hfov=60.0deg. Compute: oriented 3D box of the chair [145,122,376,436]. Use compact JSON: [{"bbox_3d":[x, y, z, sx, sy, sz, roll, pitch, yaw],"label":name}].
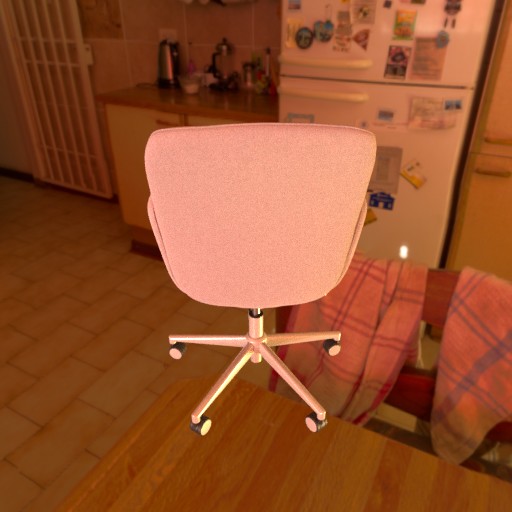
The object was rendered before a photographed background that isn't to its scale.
[{"bbox_3d":[0.000,0.000,1.380,0.648,0.959,0.654,-1,30,-2],"label":"chair"}]
